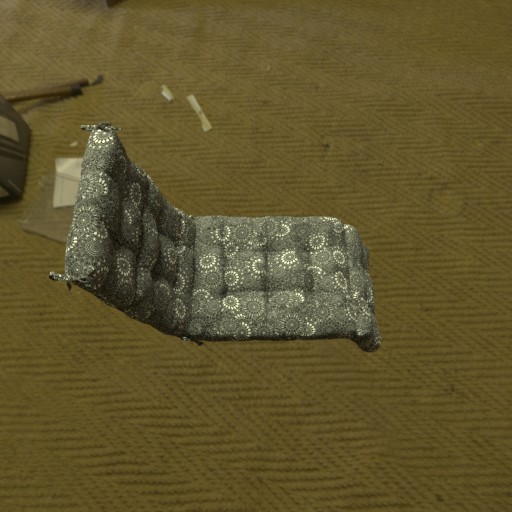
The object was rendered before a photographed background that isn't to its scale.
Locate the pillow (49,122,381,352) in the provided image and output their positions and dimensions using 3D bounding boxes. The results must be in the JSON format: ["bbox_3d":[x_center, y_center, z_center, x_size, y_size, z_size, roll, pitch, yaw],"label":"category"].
[{"bbox_3d":[0.000,0.000,1.548,1.016,0.863,0.526,-1,64,0],"label":"pillow"}]
